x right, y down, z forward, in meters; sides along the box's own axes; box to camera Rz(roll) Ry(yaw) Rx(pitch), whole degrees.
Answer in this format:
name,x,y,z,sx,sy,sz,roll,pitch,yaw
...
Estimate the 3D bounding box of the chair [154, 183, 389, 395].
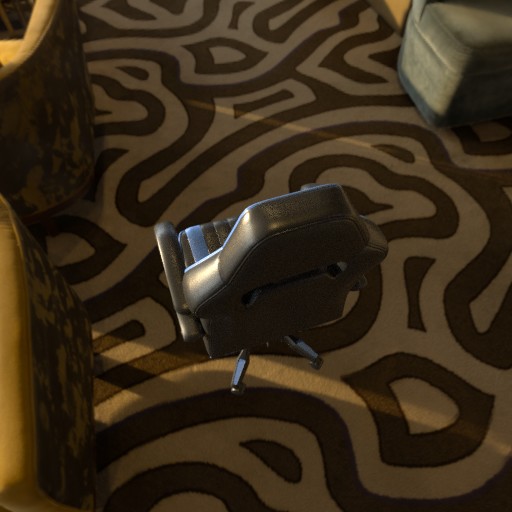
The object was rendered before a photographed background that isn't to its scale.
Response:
name,x,y,z,sx,sy,sz,roll,pitch,yaw
chair,0.000,0.000,1.652,0.700,1.280,0.700,-16,59,-10
